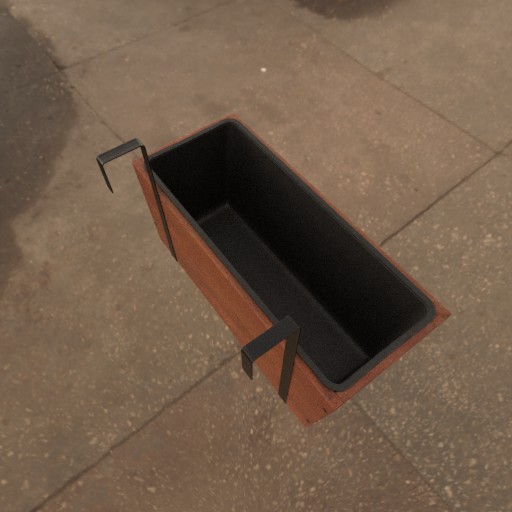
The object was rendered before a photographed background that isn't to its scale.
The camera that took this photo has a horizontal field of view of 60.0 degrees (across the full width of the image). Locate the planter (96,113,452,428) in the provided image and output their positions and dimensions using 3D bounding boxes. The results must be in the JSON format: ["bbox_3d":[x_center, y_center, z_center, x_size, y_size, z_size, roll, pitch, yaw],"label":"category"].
[{"bbox_3d":[0.000,0.000,0.657,0.262,0.289,0.480,-32,62,-19],"label":"planter"}]
